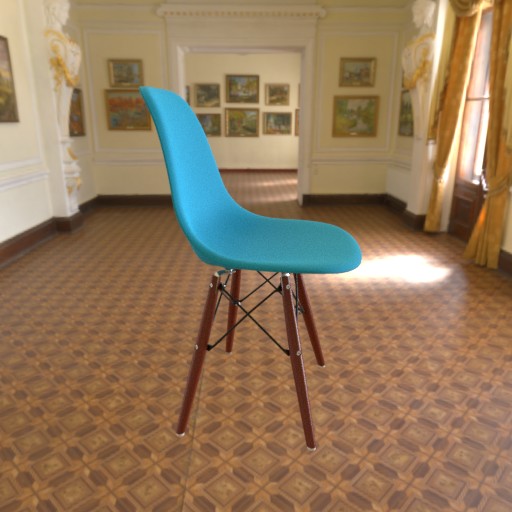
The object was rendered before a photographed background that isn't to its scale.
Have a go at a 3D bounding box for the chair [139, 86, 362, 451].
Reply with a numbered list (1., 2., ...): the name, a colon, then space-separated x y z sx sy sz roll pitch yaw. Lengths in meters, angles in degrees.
1. chair: 0.000 0.000 1.150 0.533 0.826 0.470 3 17 11
